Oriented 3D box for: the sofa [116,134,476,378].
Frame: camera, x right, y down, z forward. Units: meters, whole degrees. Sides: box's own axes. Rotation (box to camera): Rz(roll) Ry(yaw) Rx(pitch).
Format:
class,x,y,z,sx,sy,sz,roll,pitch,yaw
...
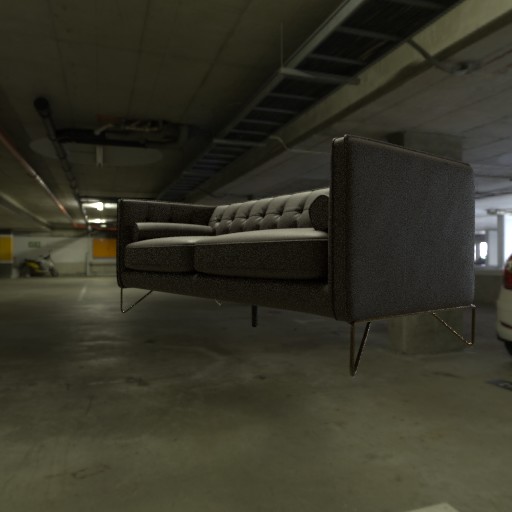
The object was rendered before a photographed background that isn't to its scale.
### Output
class,x,y,z,sx,sy,sz,roll,pitch,yaw
sofa,0.000,0.000,2.465,0.867,0.789,2.087,0,0,-37
